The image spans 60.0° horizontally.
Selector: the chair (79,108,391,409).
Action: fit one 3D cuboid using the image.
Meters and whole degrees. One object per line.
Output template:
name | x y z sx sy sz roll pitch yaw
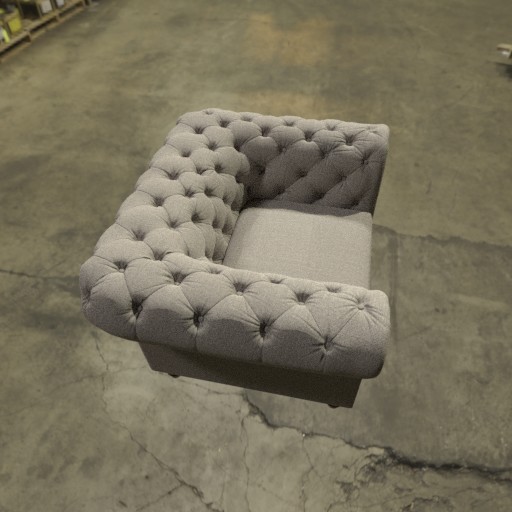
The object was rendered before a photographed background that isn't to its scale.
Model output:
chair | 0.000 0.000 1.900 0.976 0.770 1.270 8 47 8
